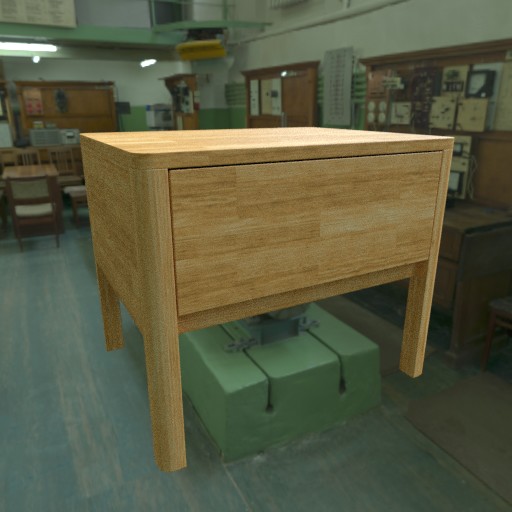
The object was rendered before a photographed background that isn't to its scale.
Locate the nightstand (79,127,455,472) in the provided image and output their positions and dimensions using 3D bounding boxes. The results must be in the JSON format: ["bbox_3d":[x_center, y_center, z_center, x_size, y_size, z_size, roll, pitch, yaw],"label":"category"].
[{"bbox_3d":[0.000,0.000,0.893,0.560,0.470,0.440,-10,21,-27],"label":"nightstand"}]
